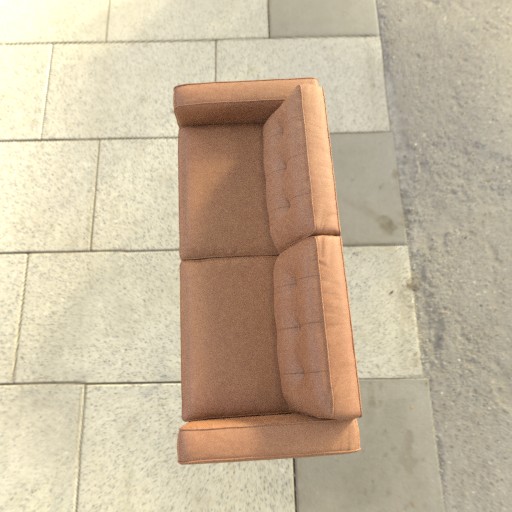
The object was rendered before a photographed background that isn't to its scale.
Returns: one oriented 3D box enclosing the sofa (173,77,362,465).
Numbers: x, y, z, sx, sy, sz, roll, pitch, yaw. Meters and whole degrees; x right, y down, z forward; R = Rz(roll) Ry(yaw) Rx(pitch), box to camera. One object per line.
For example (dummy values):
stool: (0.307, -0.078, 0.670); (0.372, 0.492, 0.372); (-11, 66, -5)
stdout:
sofa: (0.000, 0.000, 2.714); (0.953, 0.780, 2.270); (-3, 74, -1)
